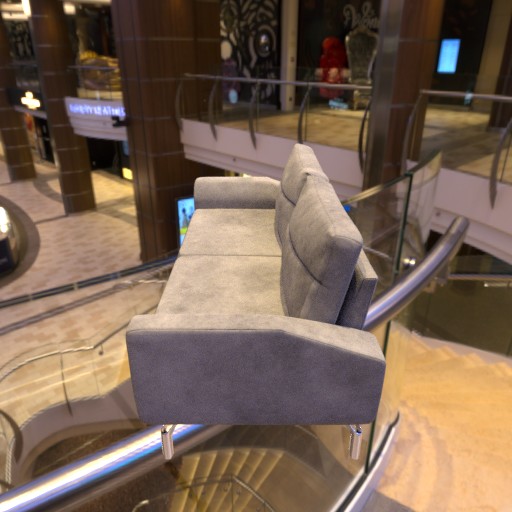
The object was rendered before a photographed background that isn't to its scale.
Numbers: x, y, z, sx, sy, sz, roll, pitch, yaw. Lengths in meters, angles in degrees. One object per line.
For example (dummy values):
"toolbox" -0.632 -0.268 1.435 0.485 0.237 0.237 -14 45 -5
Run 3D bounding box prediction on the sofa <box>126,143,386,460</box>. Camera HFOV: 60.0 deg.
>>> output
"sofa" 0.000 0.000 2.271 0.849 0.859 1.837 0 25 0
